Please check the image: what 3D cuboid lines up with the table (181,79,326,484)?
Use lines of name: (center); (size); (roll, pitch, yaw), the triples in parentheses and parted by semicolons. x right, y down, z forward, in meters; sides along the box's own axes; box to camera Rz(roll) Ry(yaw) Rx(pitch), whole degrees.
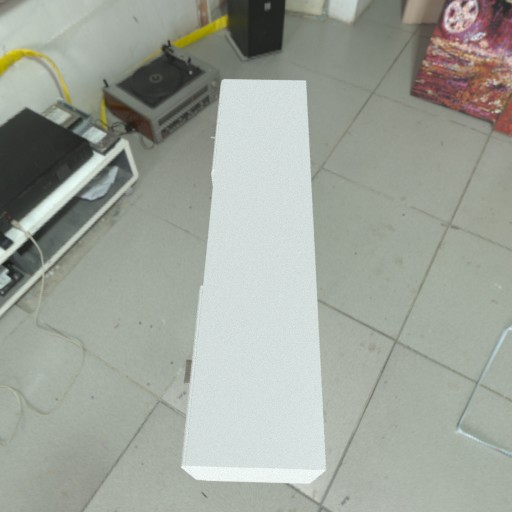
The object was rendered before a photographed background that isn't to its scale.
table: (0.000, 0.000, 1.732); (0.400, 0.440, 1.550); (1, 59, 1)
